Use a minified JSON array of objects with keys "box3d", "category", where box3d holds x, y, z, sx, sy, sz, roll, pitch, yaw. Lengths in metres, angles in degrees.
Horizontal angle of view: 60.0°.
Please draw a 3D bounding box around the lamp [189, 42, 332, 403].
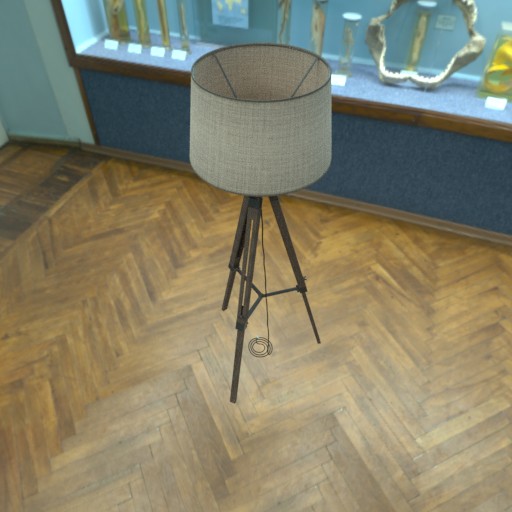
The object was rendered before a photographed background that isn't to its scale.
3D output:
[{"box3d":[0.000,0.000,1.837,0.604,1.510,0.587,16,47,15],"category":"lamp"}]
